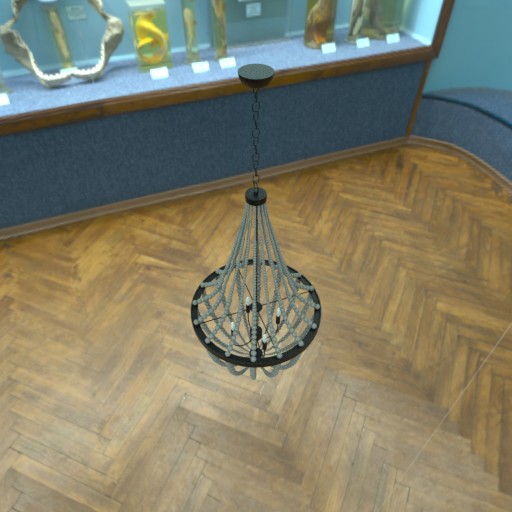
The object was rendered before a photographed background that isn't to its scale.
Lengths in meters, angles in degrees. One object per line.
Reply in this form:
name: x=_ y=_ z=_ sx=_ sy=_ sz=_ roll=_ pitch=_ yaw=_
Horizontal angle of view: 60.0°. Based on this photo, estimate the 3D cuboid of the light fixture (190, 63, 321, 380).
light fixture: x=0.000 y=0.000 z=1.351 sx=0.450 sy=1.133 sz=0.450 roll=0 pitch=46 yaw=0
